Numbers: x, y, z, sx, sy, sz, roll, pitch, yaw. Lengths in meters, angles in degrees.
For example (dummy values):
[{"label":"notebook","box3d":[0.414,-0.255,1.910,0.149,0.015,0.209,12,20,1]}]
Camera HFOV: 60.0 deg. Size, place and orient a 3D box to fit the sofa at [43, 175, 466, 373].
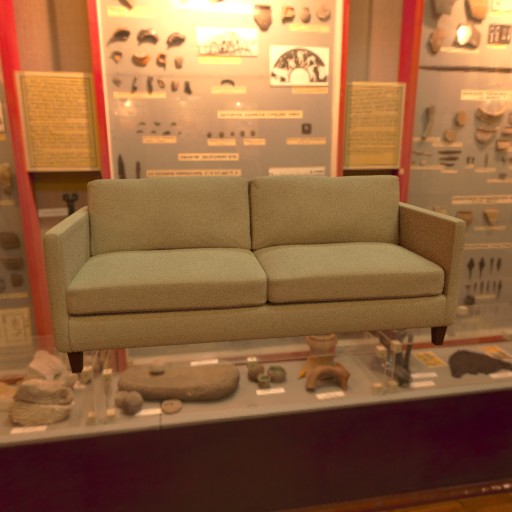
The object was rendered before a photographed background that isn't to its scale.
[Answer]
[{"label":"sofa","box3d":[0.000,0.000,2.700,2.181,0.932,0.948,-2,15,-9]}]
